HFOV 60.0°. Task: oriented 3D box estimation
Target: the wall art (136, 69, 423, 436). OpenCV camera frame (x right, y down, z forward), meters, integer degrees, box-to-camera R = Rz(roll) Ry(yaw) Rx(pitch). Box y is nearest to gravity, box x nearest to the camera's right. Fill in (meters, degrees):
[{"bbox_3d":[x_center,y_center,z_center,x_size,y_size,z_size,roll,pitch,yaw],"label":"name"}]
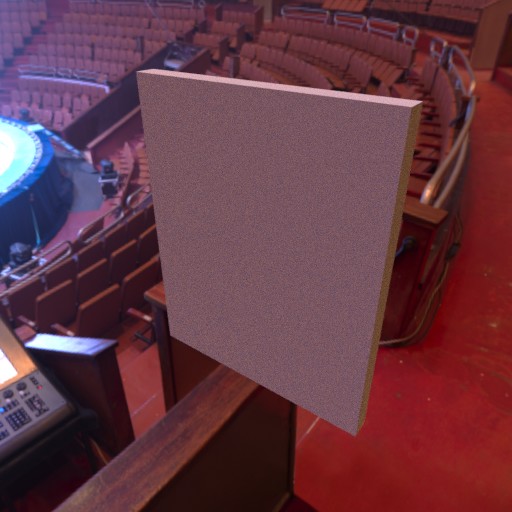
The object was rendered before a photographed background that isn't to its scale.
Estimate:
[{"bbox_3d":[0.000,0.000,0.754,0.451,0.553,0.039,20,36,31],"label":"wall art"}]
